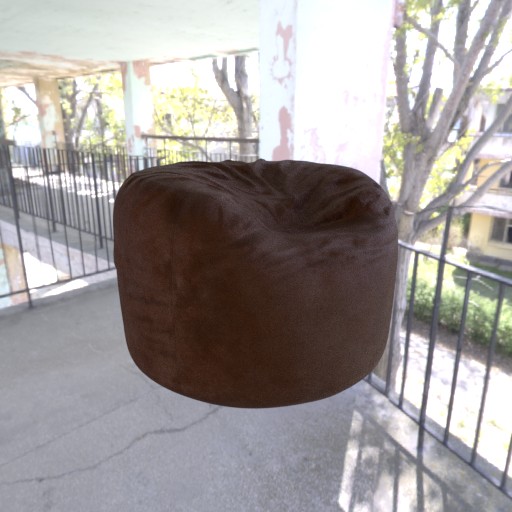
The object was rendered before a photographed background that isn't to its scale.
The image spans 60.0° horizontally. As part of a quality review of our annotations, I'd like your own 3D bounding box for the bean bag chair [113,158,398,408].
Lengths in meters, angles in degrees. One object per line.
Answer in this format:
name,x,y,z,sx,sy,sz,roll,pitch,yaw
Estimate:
bean bag chair,0.000,0.000,1.503,0.918,0.616,0.918,0,17,0
